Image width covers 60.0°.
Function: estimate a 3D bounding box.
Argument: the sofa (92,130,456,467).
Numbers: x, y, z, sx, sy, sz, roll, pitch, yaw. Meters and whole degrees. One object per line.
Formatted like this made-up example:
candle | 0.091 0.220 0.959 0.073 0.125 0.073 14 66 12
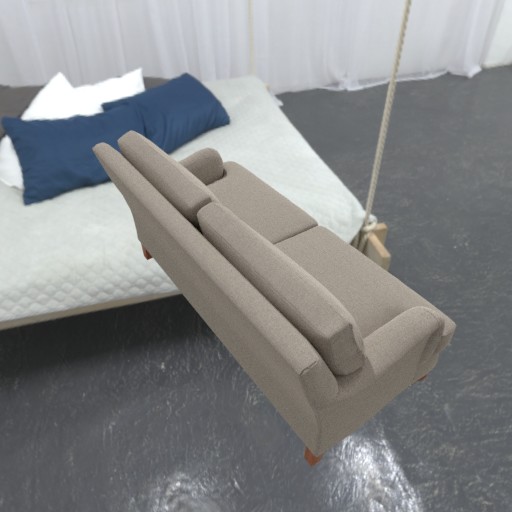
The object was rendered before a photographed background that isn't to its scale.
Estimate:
sofa | 0.000 0.000 2.698 1.087 1.054 2.160 -25 46 -26
